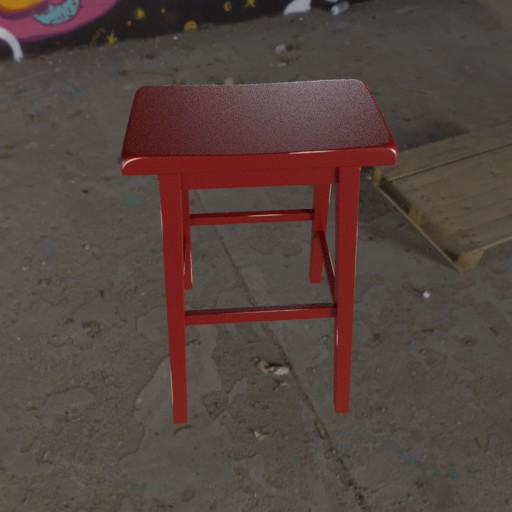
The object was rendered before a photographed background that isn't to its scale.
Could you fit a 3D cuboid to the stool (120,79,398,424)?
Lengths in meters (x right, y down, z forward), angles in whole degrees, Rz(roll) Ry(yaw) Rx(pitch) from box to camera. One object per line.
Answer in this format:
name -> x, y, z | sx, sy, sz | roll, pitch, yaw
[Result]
stool -> 0.000, 0.000, 1.048 | 0.457, 0.737, 0.476 | -3, 47, -3
